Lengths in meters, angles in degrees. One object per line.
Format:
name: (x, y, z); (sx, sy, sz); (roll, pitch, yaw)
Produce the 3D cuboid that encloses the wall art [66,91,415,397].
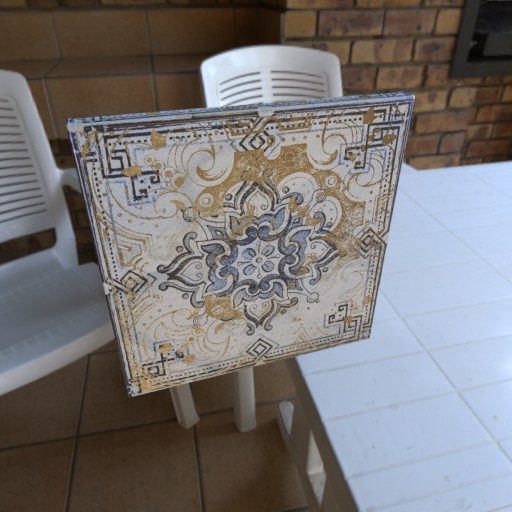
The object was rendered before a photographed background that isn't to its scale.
wall art: (0.000, 0.000, 0.918); (0.609, 0.607, 0.036); (-10, 34, -15)
